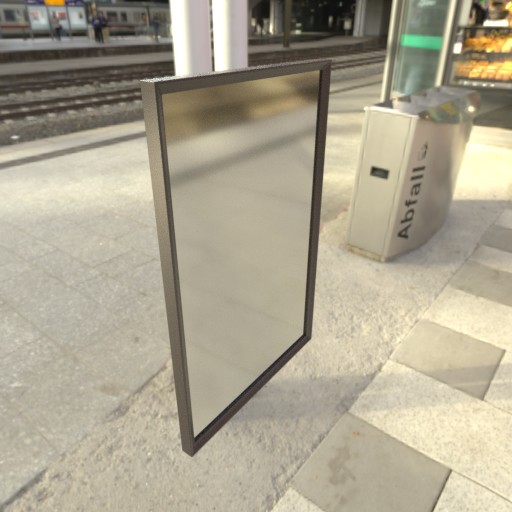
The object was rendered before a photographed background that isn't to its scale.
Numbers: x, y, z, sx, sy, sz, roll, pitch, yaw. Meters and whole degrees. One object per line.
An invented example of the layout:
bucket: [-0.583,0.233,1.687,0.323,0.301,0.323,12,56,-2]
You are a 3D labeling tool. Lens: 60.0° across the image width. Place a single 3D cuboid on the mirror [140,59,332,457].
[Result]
mirror: [0.000,0.000,1.165,0.041,0.915,0.609,19,33,32]
